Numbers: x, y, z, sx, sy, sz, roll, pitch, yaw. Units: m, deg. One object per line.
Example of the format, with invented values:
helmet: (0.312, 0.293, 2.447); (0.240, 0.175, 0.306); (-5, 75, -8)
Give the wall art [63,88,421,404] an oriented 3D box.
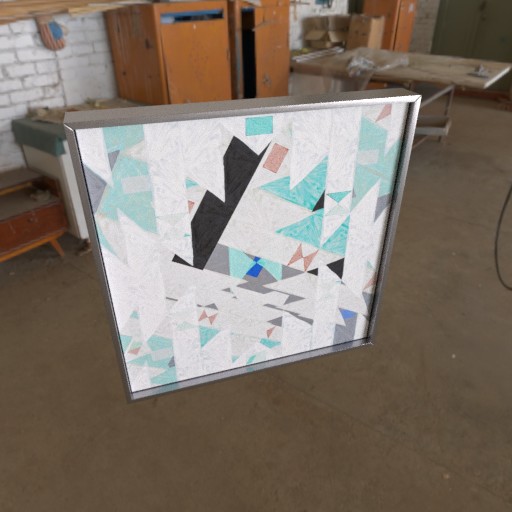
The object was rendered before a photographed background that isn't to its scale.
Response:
wall art: (0.000, 0.000, 0.522); (0.350, 0.350, 0.038); (-10, 33, -15)
